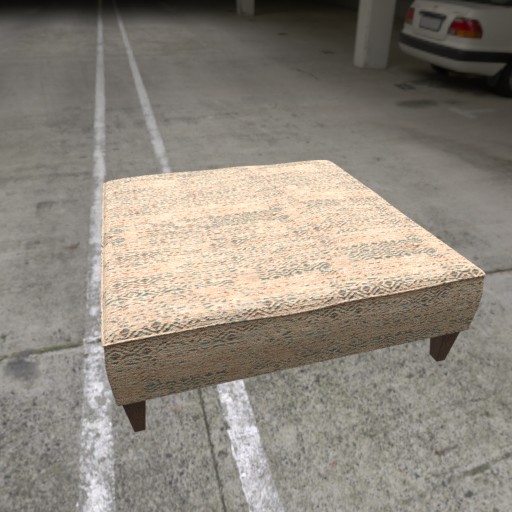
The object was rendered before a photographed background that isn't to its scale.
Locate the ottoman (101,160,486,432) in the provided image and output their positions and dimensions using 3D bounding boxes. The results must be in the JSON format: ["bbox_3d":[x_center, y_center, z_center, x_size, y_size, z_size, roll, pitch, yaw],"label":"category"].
[{"bbox_3d":[0.000,0.000,1.512,0.968,0.356,1.004,-8,31,-14],"label":"ottoman"}]
